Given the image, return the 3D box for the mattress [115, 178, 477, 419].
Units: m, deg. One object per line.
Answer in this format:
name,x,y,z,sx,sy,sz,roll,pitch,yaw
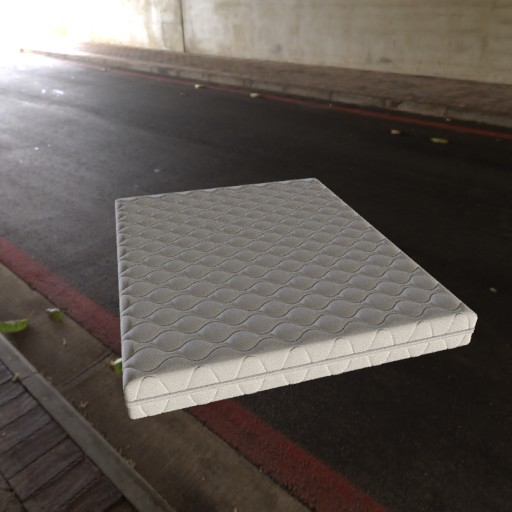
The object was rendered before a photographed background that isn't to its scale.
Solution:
mattress,0.000,0.000,2.675,1.600,0.200,1.900,-8,31,-14
